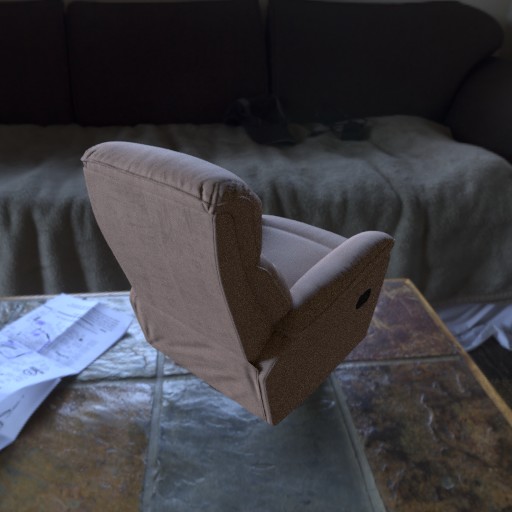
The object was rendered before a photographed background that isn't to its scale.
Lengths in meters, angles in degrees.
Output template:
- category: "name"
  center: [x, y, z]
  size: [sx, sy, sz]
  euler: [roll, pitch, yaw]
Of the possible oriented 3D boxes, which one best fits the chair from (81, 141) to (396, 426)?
- category: "chair"
  center: [0.000, 0.000, 1.747]
  size: [0.820, 1.037, 1.004]
  euler: [22, 37, 33]
